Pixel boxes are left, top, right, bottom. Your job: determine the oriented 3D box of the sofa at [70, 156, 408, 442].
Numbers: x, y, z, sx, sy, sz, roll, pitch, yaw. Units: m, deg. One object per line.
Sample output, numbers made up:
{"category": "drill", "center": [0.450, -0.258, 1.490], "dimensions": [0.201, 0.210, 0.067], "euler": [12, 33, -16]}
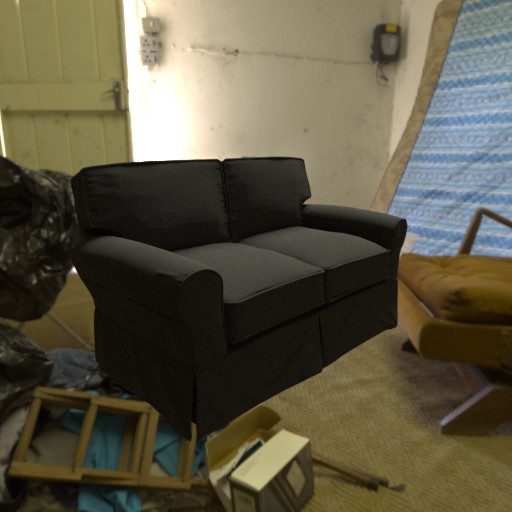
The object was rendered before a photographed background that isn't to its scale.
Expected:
{"category": "sofa", "center": [0.000, 0.000, 2.492], "dimensions": [0.997, 1.059, 1.801], "euler": [14, 20, 43]}
